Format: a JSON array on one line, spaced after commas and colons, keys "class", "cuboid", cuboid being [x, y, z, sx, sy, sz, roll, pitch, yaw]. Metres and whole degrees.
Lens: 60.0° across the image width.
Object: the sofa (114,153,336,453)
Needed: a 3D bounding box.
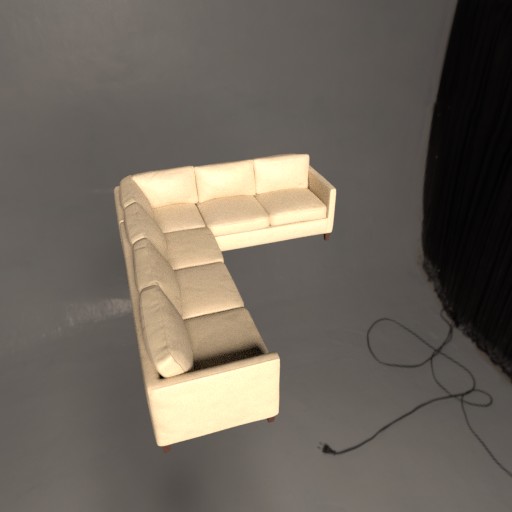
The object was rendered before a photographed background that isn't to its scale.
[{"class": "sofa", "cuboid": [0.000, 0.000, 4.544, 2.593, 0.947, 3.302, -10, 35, -15]}]
